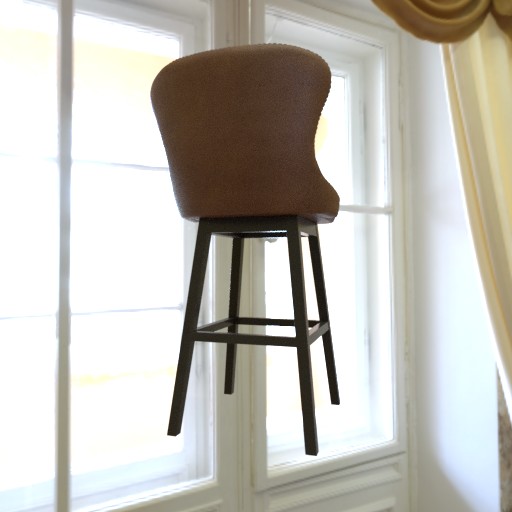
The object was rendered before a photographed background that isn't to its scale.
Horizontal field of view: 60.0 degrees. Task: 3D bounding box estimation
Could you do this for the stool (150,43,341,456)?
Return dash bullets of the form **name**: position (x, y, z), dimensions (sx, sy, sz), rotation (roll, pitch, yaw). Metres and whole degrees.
- **stool**: position (0.000, 0.000, 1.385), dimensions (0.528, 1.050, 0.601), rotation (0, -1, 18)
